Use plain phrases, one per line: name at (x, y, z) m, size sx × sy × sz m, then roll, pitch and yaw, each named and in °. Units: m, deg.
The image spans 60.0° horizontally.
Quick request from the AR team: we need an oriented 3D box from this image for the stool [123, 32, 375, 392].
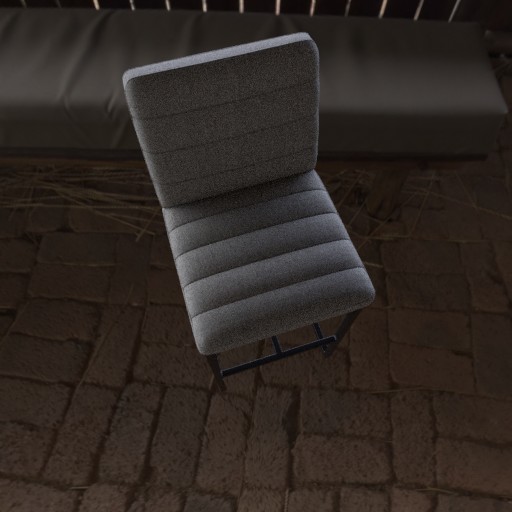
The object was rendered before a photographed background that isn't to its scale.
stool at (0.000, 0.000, 1.333) m, size 0.459 × 1.034 × 0.571 m, roll -16°, pitch 65°, yaw -8°
